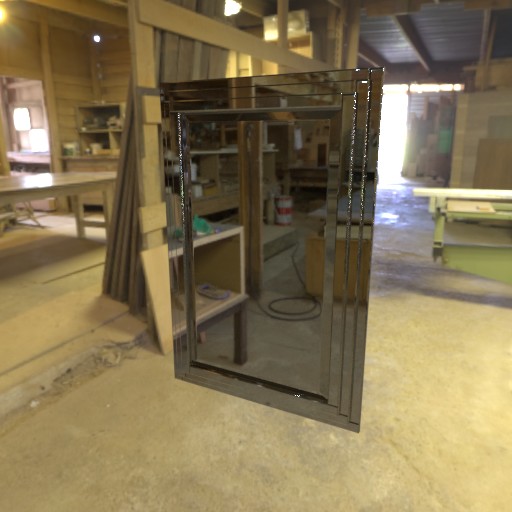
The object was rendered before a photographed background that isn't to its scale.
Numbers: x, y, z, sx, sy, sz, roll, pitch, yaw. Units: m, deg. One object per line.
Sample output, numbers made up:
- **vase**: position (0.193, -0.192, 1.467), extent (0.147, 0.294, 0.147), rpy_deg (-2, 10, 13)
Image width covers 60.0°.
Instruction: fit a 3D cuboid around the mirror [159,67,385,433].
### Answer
- **mirror**: position (0.000, 0.000, 1.201), extent (0.613, 0.914, 0.039), rpy_deg (8, 17, 26)
